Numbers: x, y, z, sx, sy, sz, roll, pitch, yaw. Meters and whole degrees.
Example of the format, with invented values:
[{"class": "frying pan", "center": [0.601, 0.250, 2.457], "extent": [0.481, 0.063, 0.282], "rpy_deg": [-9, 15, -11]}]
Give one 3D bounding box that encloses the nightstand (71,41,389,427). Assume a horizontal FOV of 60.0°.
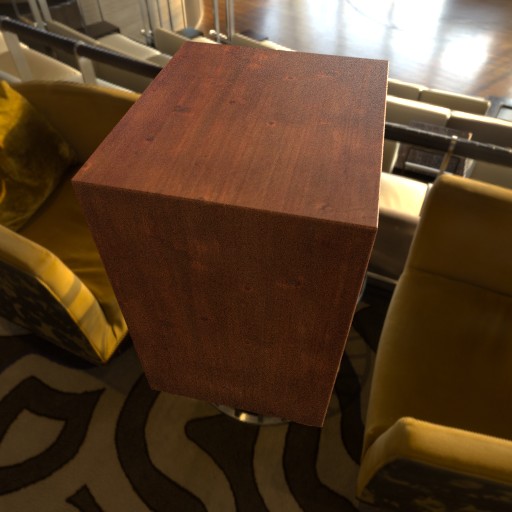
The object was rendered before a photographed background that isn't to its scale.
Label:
[{"class": "nightstand", "center": [0.000, 0.000, 0.968], "extent": [0.410, 0.695, 0.465], "rpy_deg": [10, 48, 9]}]
